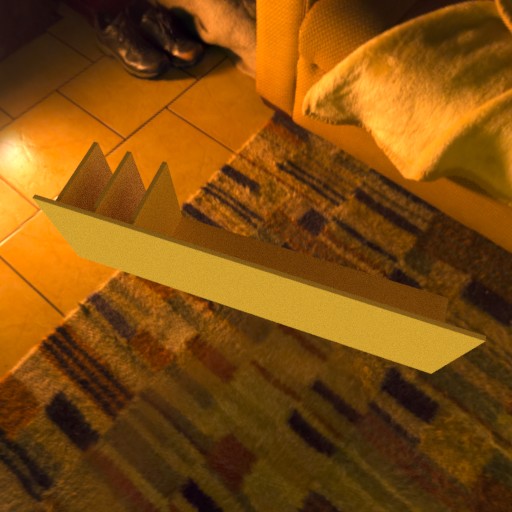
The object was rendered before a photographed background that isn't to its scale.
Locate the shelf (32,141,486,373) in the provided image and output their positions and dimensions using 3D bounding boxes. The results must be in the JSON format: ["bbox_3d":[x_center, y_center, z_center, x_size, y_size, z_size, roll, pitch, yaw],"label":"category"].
[{"bbox_3d":[0.000,0.000,1.118,1.020,0.300,0.200,17,65,8],"label":"shelf"}]
